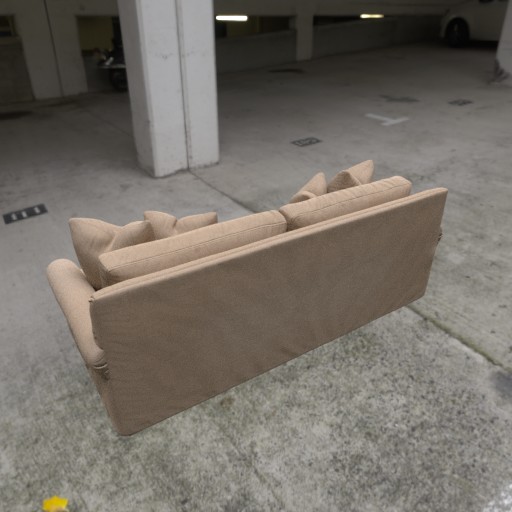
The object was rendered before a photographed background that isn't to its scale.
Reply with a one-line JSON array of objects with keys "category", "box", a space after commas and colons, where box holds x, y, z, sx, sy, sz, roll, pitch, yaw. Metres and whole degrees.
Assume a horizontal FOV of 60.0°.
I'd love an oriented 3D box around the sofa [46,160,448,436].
[{"category": "sofa", "box": [0.000, 0.000, 2.741, 2.285, 0.904, 1.067, -18, 33, -29]}]
